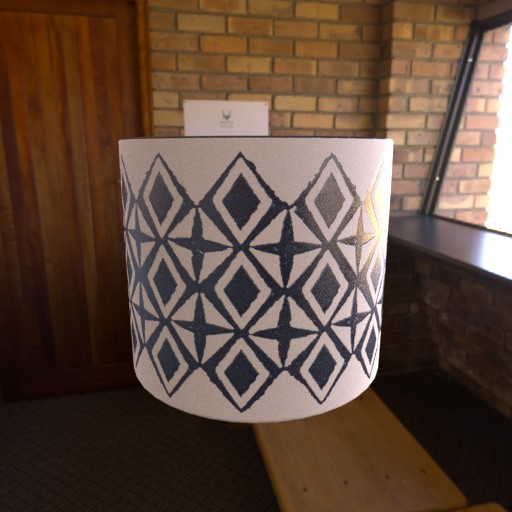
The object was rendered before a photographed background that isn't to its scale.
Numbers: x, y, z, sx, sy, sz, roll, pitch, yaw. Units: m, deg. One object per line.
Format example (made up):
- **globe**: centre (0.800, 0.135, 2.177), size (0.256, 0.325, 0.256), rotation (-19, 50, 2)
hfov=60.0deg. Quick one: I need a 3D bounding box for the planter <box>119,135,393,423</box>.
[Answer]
- **planter**: centre (0.000, 0.000, 0.323), size (0.182, 0.165, 0.182), rotation (0, 14, 0)
